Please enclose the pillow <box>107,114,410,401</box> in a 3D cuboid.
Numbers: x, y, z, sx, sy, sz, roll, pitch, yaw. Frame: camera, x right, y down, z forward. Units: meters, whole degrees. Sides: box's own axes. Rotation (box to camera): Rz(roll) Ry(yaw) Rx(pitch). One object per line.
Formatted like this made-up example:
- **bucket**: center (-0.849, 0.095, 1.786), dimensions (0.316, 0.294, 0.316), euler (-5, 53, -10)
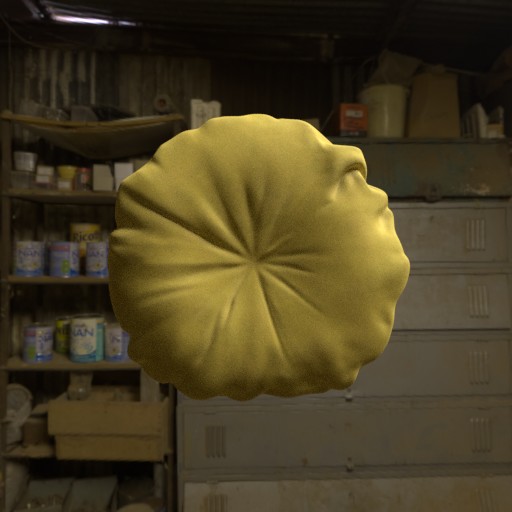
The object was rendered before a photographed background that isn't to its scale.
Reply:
- **pillow**: center (0.000, 0.000, 0.647), dimensions (0.428, 0.407, 0.148), euler (0, 0, -1)
